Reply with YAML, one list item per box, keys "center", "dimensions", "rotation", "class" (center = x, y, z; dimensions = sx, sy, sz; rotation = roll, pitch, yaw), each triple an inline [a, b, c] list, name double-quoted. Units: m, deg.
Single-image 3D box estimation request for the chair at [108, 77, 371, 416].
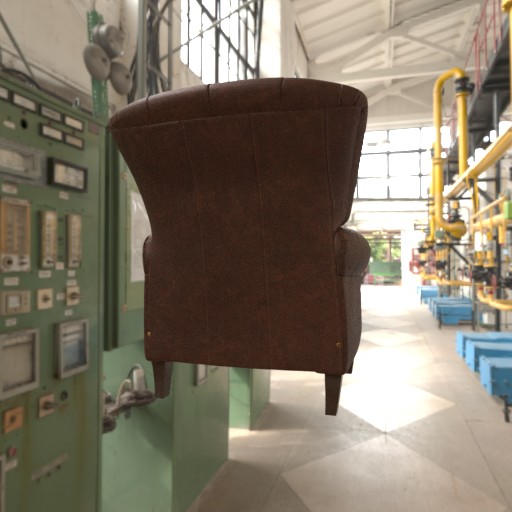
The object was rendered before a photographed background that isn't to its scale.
- center: [0.000, 0.000, 1.916]
  dimensions: [0.979, 1.162, 1.031]
  rotation: [0, -1, 17]
  class: "chair"
